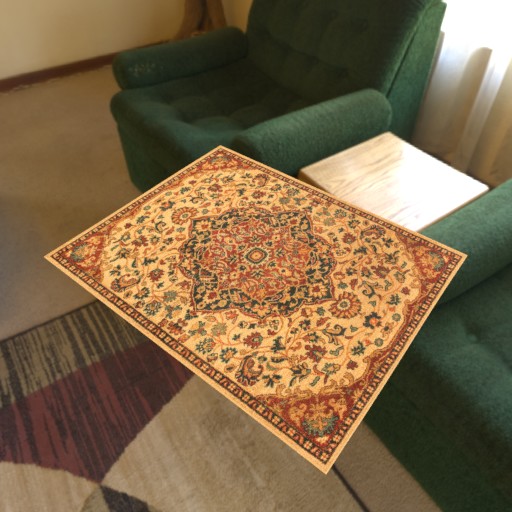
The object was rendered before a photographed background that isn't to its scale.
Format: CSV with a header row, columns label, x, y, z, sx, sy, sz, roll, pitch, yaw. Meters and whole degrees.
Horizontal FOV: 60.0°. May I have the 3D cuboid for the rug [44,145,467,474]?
label,x,y,z,sx,sy,sz,roll,pitch,yaw
rug,0.000,0.000,4.104,3.067,0.005,2.454,29,52,26
